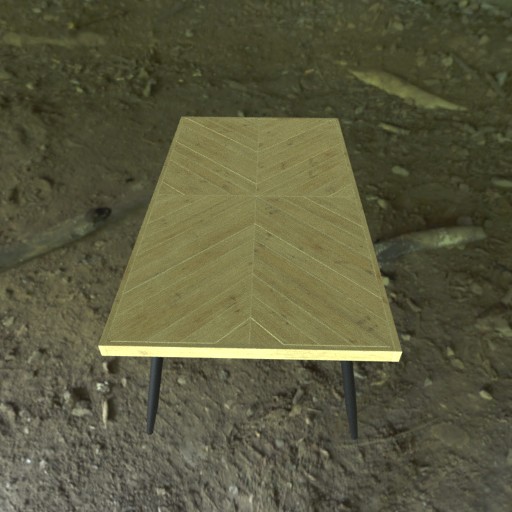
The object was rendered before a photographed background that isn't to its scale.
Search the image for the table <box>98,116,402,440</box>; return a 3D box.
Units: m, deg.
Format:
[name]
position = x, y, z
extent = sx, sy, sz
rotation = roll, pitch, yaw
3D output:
[table]
position = 0.000, 0.000, 2.375
extent = 0.991, 0.762, 1.803
rotation = 1, 41, 1
